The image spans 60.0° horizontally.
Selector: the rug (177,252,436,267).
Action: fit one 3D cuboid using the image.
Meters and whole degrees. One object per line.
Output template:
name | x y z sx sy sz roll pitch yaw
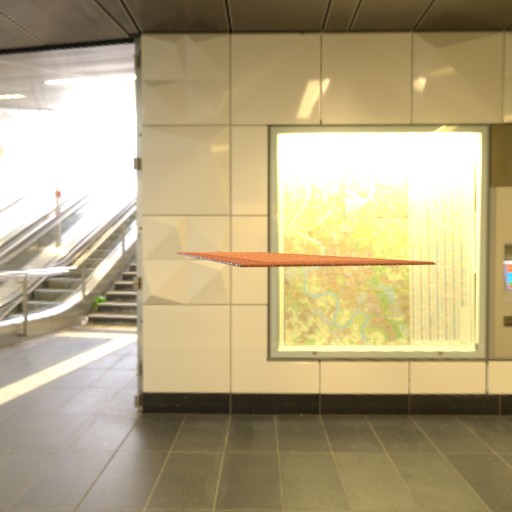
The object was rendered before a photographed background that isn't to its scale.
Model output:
rug | 0.000 0.000 2.734 0.914 0.013 2.471 0 1 -19
